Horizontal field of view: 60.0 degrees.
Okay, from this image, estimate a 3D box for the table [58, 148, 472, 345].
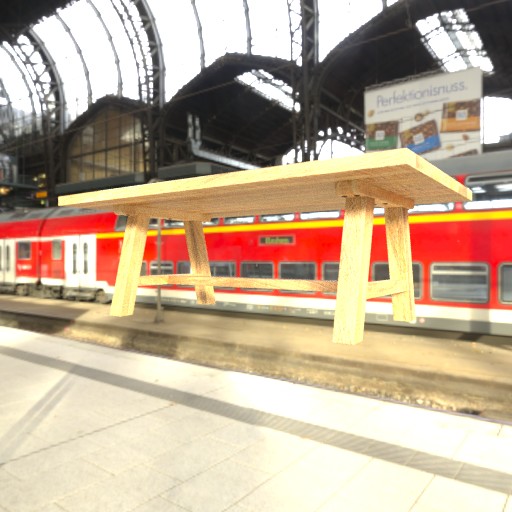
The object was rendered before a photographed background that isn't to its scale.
[{"bbox_3d":[0.000,0.000,1.627,1.320,0.455,0.760,0,0,35],"label":"table"}]
